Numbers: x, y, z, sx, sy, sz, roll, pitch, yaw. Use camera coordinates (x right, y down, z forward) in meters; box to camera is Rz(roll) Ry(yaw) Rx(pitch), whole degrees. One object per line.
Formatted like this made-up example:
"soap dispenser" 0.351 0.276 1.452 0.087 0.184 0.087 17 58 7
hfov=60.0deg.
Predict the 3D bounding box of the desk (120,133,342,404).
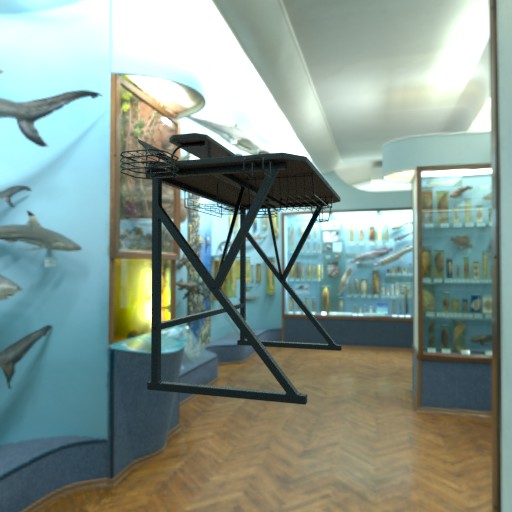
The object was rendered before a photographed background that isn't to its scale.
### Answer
"desk" 0.000 0.000 1.792 0.580 0.880 1.290 0 -1 18
